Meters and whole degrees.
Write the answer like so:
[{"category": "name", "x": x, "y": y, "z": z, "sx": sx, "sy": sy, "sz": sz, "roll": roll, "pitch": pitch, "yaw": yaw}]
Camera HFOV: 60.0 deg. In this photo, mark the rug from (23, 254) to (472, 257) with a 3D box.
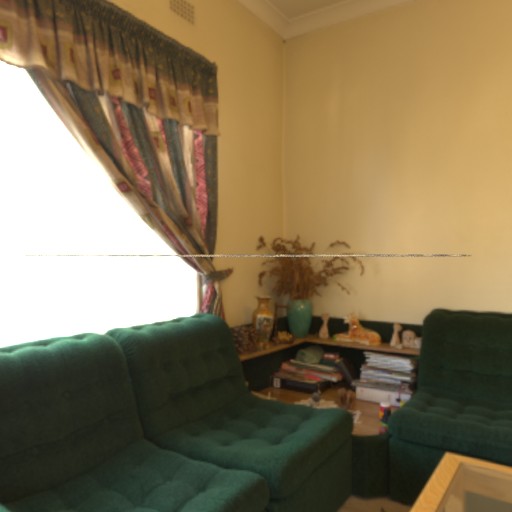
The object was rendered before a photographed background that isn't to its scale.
[{"category": "rug", "x": 0.000, "y": 0.000, "z": 2.031, "sx": 1.652, "sy": 0.006, "sz": 1.035, "roll": 0, "pitch": 0, "yaw": 17}]
